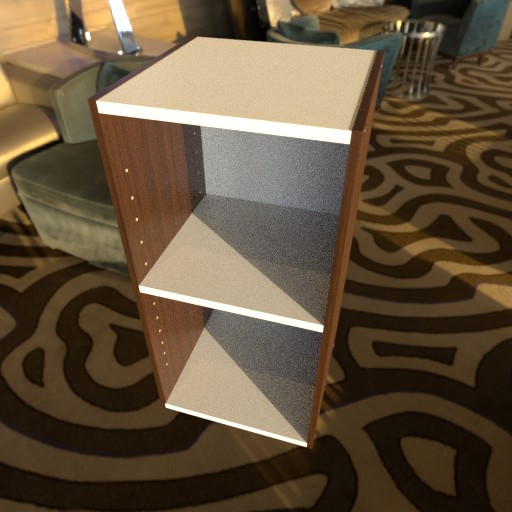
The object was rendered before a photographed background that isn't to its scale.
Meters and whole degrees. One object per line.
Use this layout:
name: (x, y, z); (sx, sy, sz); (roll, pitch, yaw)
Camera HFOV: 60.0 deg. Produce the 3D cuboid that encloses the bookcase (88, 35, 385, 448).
bookcase: (0.000, 0.000, 0.748); (0.300, 0.600, 0.290); (11, 41, 13)
